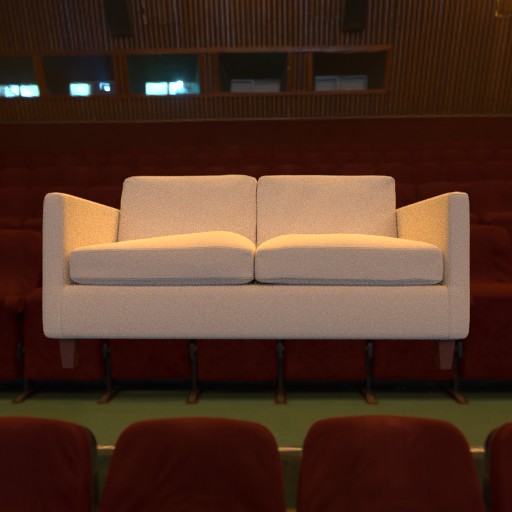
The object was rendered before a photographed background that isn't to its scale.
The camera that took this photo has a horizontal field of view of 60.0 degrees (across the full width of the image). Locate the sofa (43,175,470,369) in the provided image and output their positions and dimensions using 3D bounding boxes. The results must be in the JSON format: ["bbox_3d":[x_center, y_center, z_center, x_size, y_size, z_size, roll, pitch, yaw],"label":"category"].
[{"bbox_3d":[0.000,0.000,2.185,1.702,0.888,0.964,0,0,1],"label":"sofa"}]
